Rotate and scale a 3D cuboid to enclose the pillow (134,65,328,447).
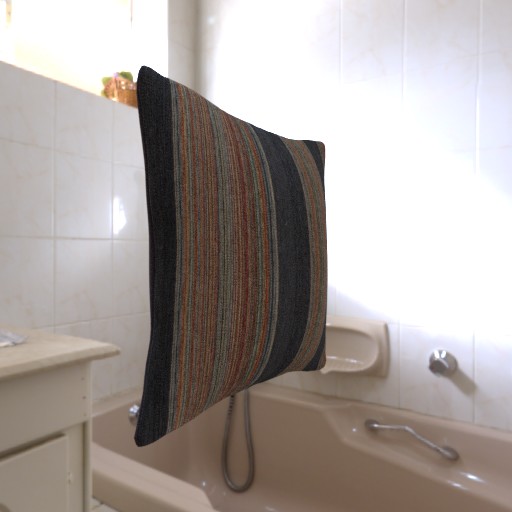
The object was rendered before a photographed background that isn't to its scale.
[{"bbox_3d":[0.000,0.000,0.651,0.136,0.419,0.437,0,0,36],"label":"pillow"}]
